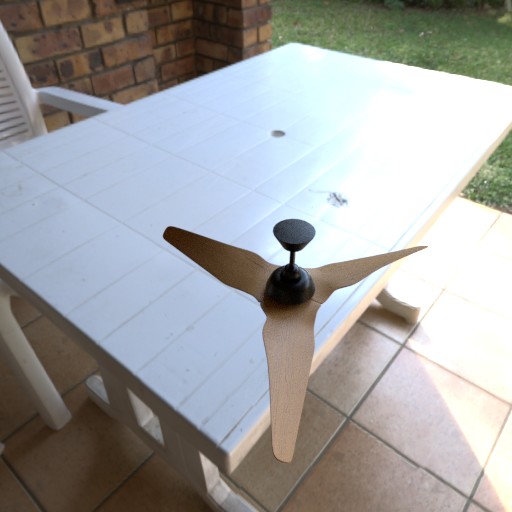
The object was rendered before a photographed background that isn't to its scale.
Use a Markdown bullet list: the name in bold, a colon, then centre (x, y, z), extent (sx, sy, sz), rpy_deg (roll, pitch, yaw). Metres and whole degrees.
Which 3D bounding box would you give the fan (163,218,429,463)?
- **fan**: centre (0.000, 0.000, 1.674), extent (1.010, 0.355, 1.142), rpy_deg (23, 45, 25)
